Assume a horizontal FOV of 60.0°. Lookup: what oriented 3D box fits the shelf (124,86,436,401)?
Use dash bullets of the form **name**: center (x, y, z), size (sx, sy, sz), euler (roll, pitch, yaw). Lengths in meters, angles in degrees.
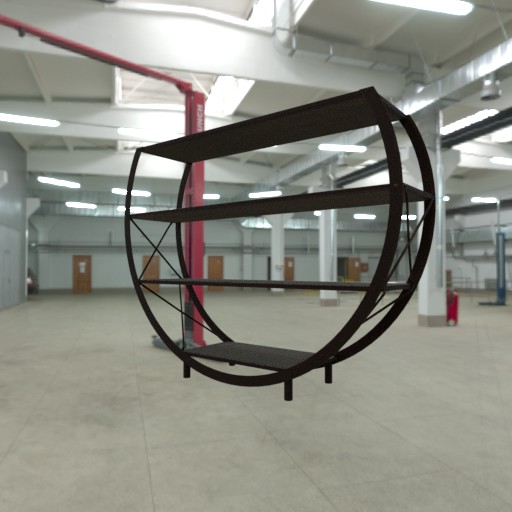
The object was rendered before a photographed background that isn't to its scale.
- **shelf**: center (0.000, 0.000, 1.910), size (1.403, 1.063, 0.344), euler (-1, -2, 38)
